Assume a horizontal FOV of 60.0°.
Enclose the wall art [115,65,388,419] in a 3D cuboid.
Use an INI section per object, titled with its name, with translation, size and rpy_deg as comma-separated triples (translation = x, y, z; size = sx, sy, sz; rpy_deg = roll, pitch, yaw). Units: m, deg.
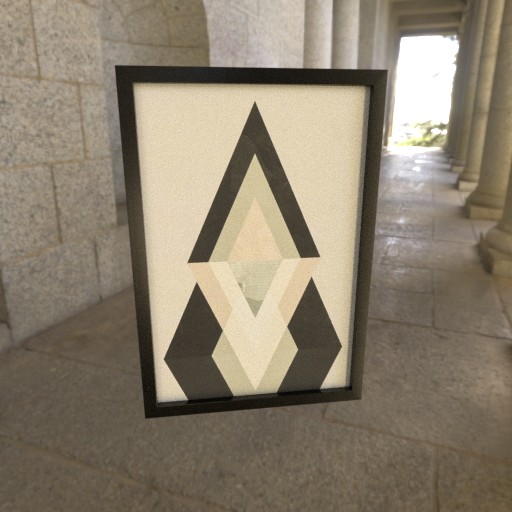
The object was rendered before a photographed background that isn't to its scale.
[wall art]
translation = 0.000, 0.000, 0.580
size = 0.314, 0.455, 0.019
rpy_deg = -2, 17, -8
